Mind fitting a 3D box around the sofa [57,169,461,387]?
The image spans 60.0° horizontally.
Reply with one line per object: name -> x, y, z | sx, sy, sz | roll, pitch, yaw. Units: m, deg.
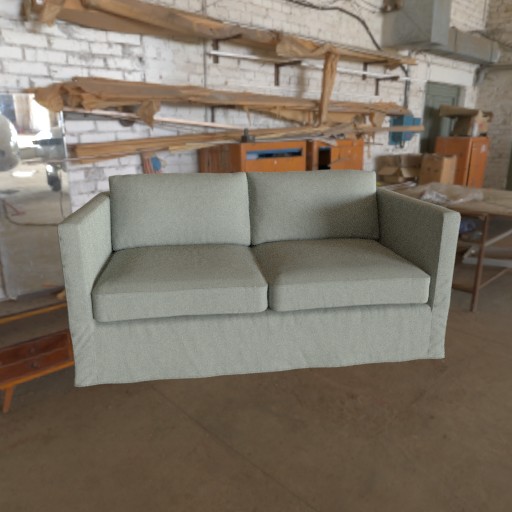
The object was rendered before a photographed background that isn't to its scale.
sofa -> 0.000, 0.000, 2.333 | 1.727, 0.830, 0.944 | -2, 17, -8
